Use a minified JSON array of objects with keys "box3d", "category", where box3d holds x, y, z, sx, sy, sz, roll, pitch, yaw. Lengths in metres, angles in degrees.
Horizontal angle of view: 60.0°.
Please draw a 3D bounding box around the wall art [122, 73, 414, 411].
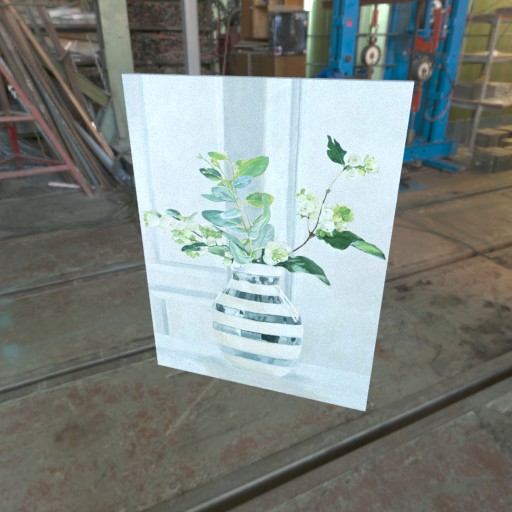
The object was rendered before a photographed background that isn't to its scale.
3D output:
[{"box3d":[0.000,0.000,1.615,0.914,1.212,0.038,8,28,16],"category":"wall art"}]
